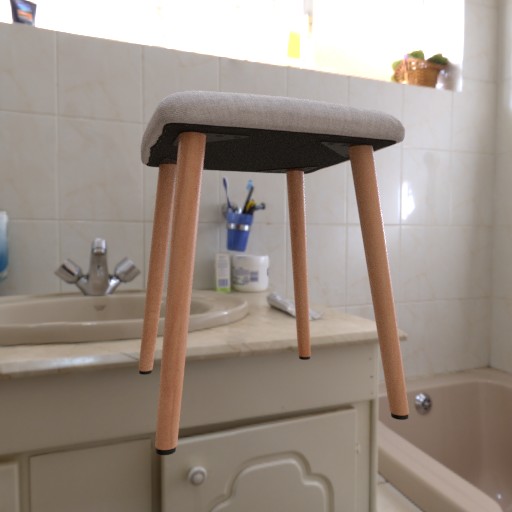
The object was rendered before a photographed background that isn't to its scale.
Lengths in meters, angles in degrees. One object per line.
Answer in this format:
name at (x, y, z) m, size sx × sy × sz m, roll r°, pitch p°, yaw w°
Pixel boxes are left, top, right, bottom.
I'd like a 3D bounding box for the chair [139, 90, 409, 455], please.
chair at (0.000, 0.000, 0.710) m, size 0.350 × 0.440 × 0.350 m, roll -1°, pitch 2°, yaw -18°
